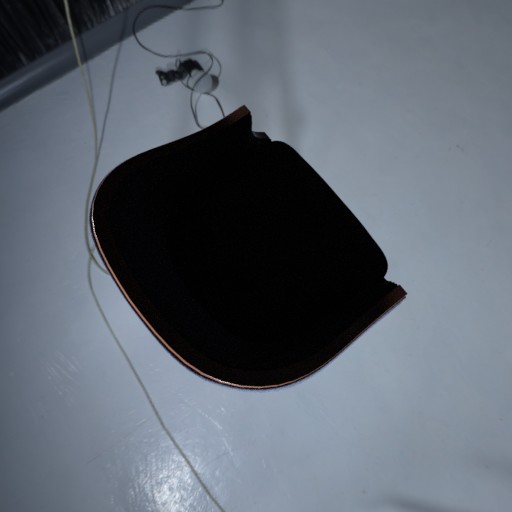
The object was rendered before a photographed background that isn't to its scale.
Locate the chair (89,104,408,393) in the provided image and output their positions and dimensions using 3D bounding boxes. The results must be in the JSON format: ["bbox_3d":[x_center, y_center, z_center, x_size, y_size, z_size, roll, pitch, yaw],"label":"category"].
[{"bbox_3d":[0.000,0.000,1.460,0.735,0.876,0.803,-37,78,-9],"label":"chair"}]
